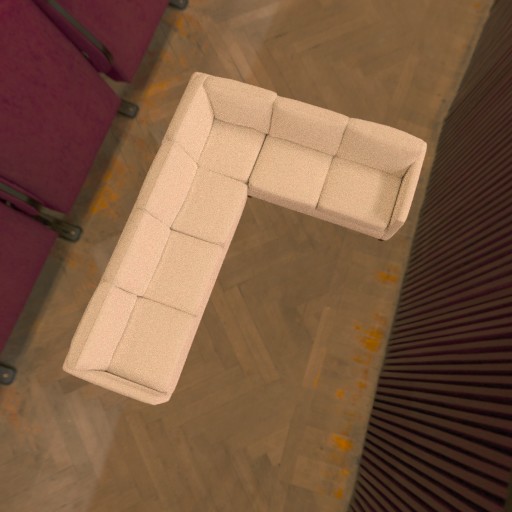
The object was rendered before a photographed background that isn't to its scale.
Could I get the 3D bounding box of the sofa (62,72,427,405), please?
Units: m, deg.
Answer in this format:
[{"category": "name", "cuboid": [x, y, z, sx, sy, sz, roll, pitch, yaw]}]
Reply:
[{"category": "sofa", "cuboid": [0.000, 0.000, 4.443, 2.593, 0.947, 3.302, 19, 76, 5]}]
